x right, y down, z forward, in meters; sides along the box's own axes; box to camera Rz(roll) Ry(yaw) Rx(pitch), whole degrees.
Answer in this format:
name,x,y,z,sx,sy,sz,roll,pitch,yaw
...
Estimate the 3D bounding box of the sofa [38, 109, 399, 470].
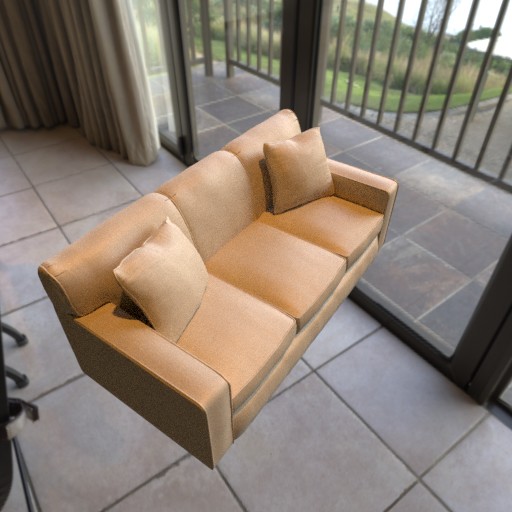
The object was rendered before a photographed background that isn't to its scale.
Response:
name,x,y,z,sx,sy,sz,roll,pitch,yaw
sofa,0.000,0.000,2.627,0.997,0.958,2.024,25,47,26
